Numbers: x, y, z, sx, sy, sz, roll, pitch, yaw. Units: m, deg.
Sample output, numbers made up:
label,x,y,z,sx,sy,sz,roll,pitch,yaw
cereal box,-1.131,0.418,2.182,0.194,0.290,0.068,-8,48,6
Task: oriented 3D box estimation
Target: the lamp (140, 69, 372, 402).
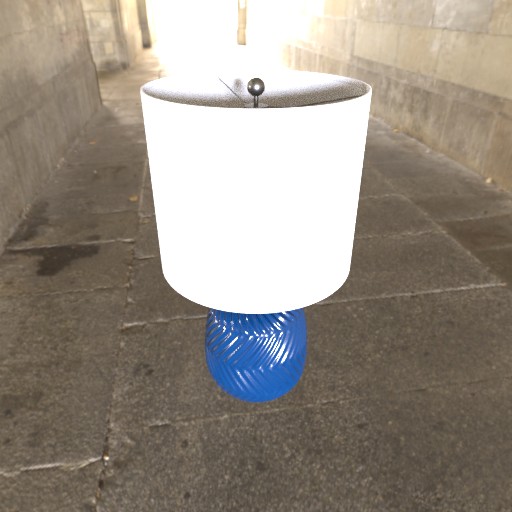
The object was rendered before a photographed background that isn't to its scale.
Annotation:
label,x,y,z,sx,sy,sz,roll,pitch,yaw
lamp,0.000,0.000,0.488,0.203,0.368,0.203,20,35,30
